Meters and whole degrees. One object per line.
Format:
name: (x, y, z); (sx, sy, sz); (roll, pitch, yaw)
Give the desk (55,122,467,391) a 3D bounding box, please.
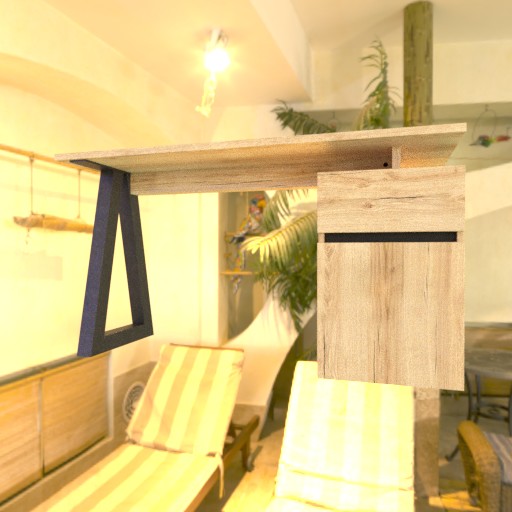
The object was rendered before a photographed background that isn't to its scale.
desk: (0.000, 0.000, 1.713); (1.400, 0.760, 0.550); (0, 1, 17)
